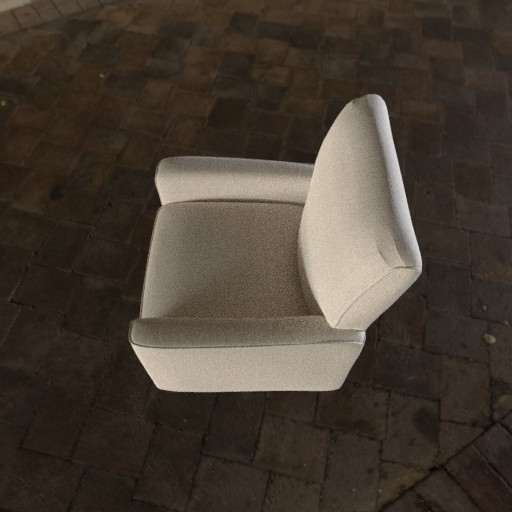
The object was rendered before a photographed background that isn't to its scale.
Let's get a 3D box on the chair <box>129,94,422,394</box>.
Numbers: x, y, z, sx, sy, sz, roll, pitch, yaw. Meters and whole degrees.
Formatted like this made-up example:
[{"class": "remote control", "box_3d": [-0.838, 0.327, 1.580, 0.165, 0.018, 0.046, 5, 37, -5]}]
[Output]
[{"class": "chair", "box_3d": [0.000, 0.000, 1.679, 0.858, 1.028, 0.841, 0, 57, 0]}]
